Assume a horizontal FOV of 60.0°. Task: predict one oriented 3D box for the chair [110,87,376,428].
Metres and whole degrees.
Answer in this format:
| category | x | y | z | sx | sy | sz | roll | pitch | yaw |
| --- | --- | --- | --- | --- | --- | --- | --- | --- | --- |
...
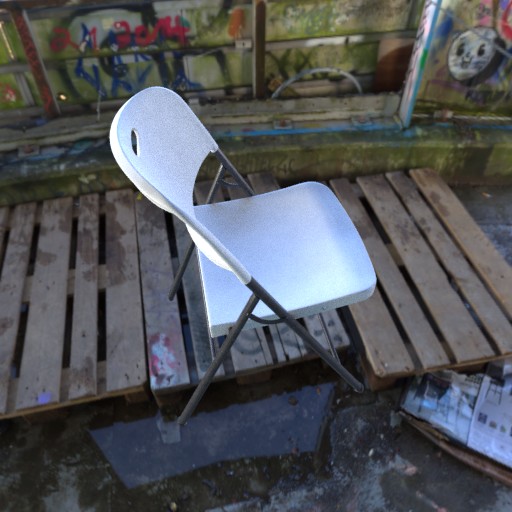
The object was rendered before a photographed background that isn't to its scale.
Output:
| category | x | y | z | sx | sy | sz | roll | pitch | yaw |
| --- | --- | --- | --- | --- | --- | --- | --- | --- | --- |
| chair | 0.000 | 0.000 | 1.168 | 0.566 | 0.810 | 0.494 | -8 | 47 | -8 |
